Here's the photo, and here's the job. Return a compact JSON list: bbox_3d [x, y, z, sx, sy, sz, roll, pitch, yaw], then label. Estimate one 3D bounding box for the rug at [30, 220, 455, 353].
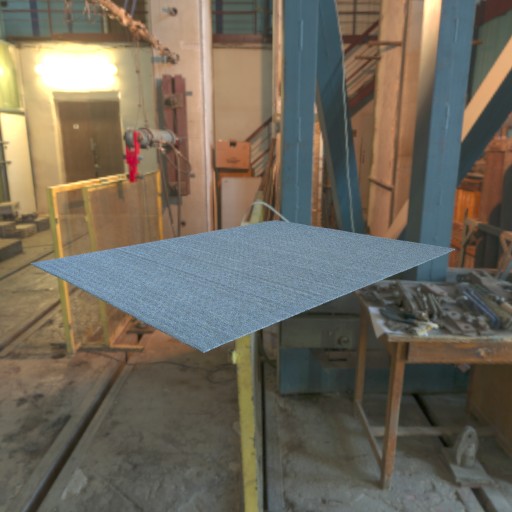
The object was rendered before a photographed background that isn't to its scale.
[{"bbox_3d":[0.000,0.000,4.171,3.200,0.007,2.443,-14,20,-43],"label":"rug"}]
